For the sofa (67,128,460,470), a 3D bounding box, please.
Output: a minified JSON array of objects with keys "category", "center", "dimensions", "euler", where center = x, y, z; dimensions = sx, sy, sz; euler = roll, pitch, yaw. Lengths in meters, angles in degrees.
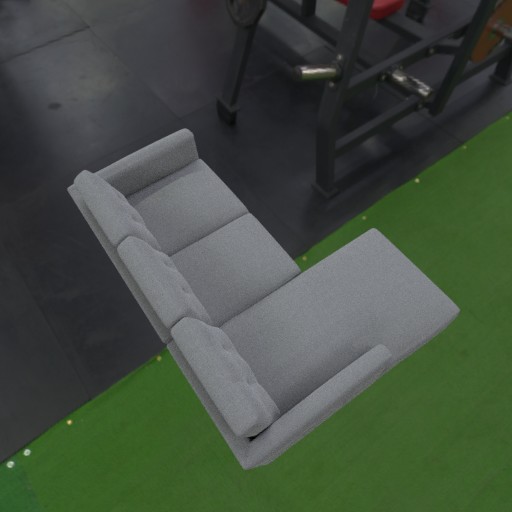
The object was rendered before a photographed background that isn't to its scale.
[{"category":"sofa","center":[0.000,0.000,2.793],"dimensions":[1.530,0.860,2.040],"euler":[-31,63,-18]}]
